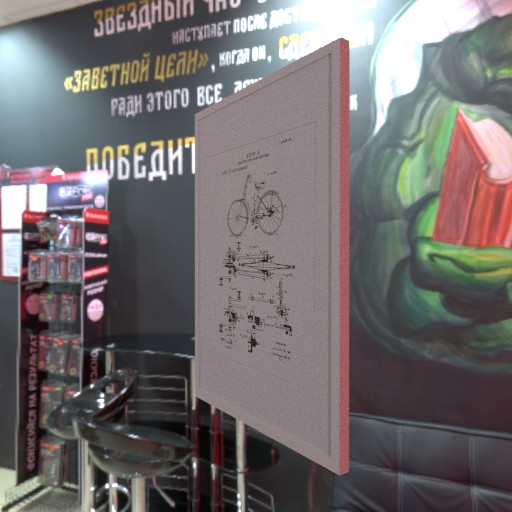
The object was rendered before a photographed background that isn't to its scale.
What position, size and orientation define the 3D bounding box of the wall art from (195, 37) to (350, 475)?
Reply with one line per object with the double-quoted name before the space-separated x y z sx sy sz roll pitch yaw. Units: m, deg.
"wall art" 0.000 0.000 0.620 0.015 0.477 0.332 0 1 -36
